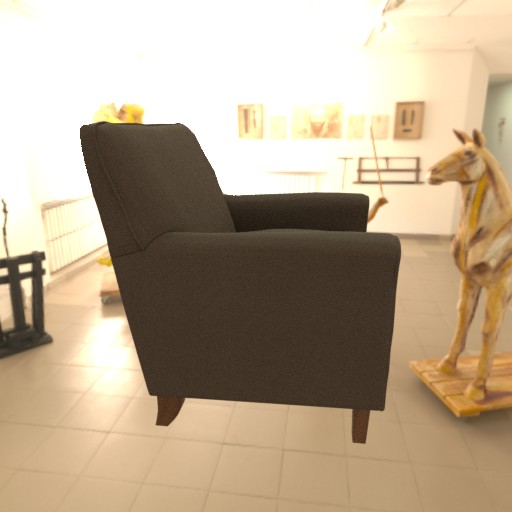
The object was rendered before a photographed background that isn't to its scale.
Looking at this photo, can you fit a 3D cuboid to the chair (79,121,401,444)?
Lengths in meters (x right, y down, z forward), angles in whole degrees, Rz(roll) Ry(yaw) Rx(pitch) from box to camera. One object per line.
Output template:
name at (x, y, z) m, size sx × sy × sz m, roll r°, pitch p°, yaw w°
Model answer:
chair at (0.000, 0.000, 1.570) m, size 0.831 × 0.911 × 0.836 m, roll 2°, pitch 17°, yaw 7°
